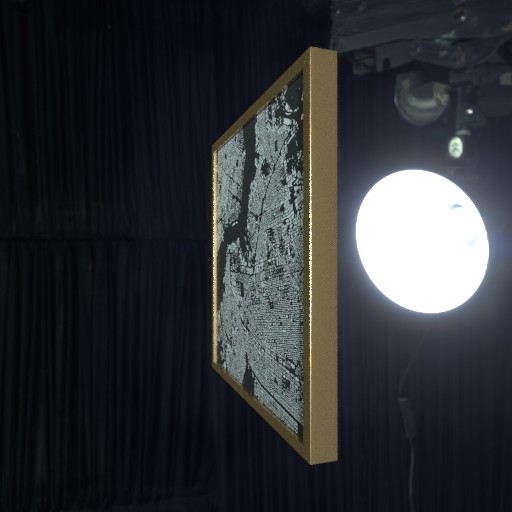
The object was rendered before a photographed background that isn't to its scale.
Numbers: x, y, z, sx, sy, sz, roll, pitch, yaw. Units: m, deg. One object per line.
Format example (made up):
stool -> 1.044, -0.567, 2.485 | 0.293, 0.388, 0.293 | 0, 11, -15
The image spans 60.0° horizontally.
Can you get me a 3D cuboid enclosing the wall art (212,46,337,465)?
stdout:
wall art -> 0.000, 0.000, 0.471 | 0.023, 0.305, 0.305 | 0, 0, -19
